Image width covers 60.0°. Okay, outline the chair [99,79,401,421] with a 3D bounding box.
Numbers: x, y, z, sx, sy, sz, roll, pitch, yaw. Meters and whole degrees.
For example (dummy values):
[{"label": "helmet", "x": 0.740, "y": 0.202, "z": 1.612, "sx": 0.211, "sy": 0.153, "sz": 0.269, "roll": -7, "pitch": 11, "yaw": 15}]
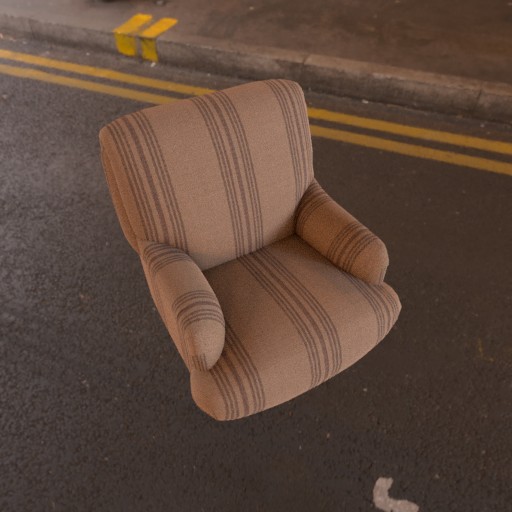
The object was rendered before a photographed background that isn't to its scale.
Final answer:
[{"label": "chair", "x": 0.000, "y": 0.000, "z": 1.623, "sx": 0.813, "sy": 0.940, "sz": 0.914, "roll": -22, "pitch": 50, "yaw": -20}]
